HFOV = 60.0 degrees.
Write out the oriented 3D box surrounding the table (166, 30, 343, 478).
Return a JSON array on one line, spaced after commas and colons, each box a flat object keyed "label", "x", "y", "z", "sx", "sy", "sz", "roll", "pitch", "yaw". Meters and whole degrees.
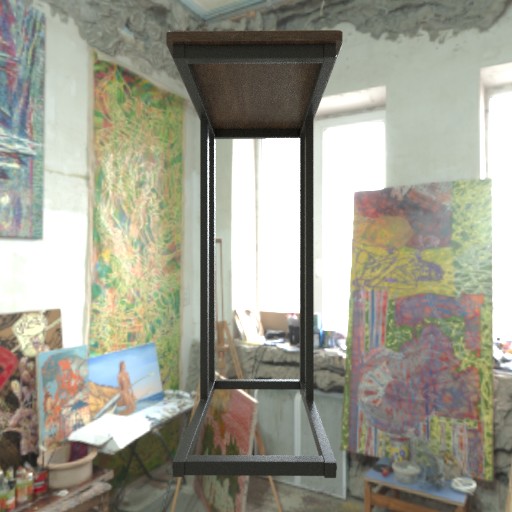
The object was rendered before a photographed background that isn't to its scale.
[{"label": "table", "x": 0.000, "y": 0.000, "z": 0.851, "sx": 0.254, "sy": 0.637, "sz": 0.450, "roll": 0, "pitch": 0, "yaw": 1}]
